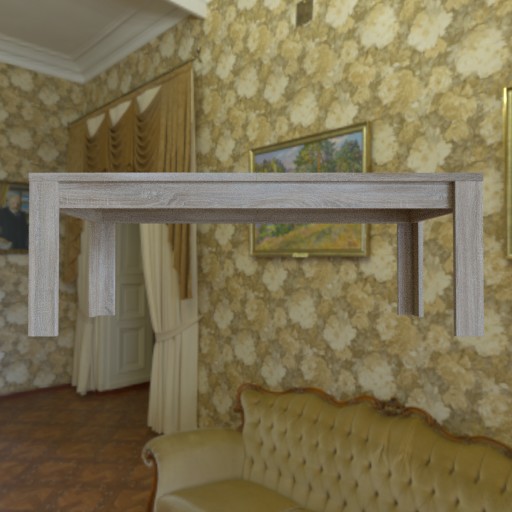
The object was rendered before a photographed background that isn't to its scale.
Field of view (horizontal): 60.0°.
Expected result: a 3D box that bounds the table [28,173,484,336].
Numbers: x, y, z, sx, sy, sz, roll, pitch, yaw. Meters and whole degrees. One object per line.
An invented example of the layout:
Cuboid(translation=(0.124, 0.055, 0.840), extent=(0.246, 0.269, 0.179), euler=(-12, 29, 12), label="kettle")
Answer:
Cuboid(translation=(0.000, 0.000, 2.587), extent=(2.200, 0.790, 0.900), euler=(0, -1, 0), label="table")
